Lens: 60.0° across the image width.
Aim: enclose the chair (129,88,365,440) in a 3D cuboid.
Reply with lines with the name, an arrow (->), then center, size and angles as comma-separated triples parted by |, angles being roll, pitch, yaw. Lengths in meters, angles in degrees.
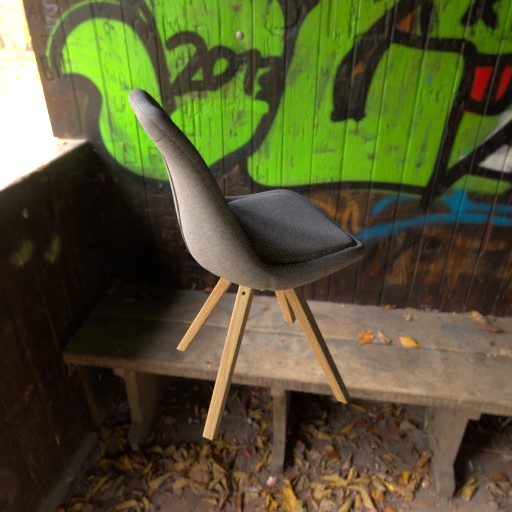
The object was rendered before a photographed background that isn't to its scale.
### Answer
chair -> 0.000, 0.000, 1.222 | 0.550, 0.865, 0.483 | -10, 31, -17
